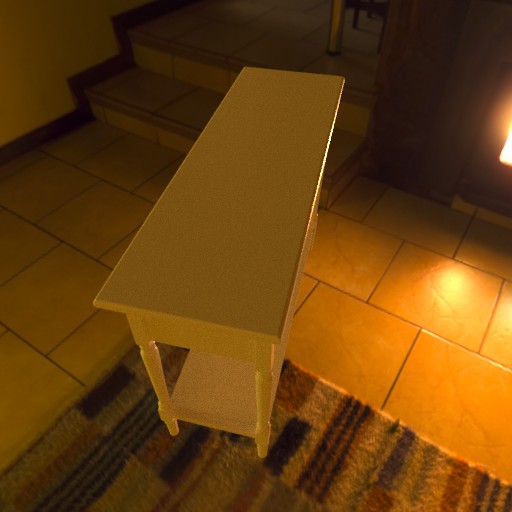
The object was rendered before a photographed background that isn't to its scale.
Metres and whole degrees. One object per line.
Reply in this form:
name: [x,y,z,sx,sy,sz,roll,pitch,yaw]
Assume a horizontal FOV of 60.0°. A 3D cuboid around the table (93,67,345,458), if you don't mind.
table: [0.000,0.000,1.548,0.386,0.814,1.191,10,46,10]
